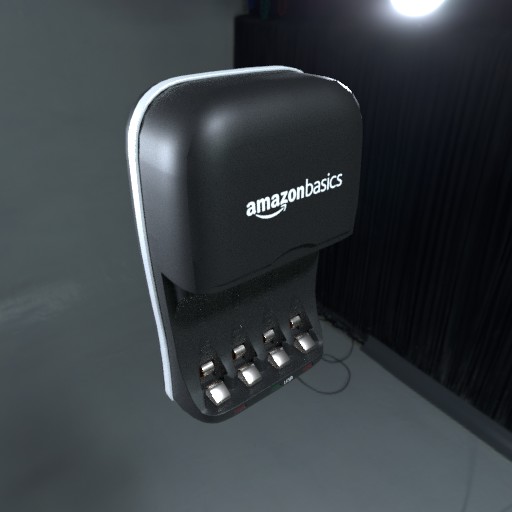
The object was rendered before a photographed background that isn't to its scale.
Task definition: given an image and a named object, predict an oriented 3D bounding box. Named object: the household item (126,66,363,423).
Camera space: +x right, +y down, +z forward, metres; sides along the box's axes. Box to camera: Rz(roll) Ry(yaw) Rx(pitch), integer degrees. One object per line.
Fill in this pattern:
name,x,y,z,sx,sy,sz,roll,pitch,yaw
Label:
household item,0.000,0.000,0.149,0.070,0.114,0.038,-22,37,-32
